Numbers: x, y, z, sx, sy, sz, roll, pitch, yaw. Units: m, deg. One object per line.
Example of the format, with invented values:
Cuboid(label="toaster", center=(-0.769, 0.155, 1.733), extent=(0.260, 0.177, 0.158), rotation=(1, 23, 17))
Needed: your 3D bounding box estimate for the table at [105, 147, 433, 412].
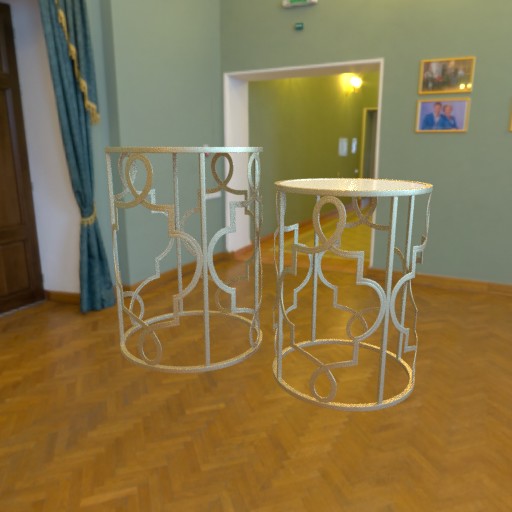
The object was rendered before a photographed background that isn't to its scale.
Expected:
Cuboid(label="table", center=(0.000, 0.000, 1.183), extent=(0.846, 0.564, 0.420), rotation=(7, 15, 25))
